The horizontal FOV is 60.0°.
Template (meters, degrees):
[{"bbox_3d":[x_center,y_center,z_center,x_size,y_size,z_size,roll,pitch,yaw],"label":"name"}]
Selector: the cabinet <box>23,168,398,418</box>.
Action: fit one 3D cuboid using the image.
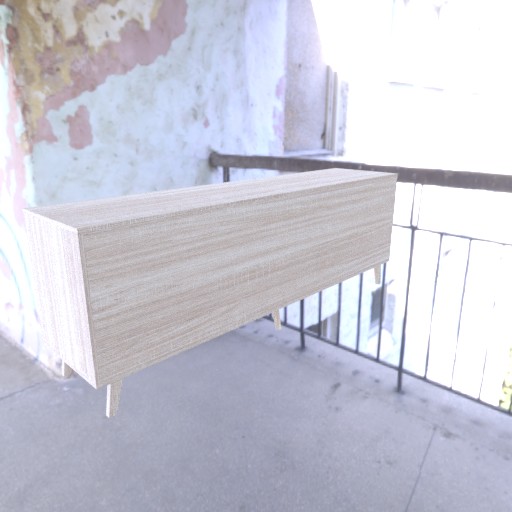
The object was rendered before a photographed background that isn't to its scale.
[{"bbox_3d":[0.000,0.000,2.499,0.500,0.780,2.200,16,23,42],"label":"cabinet"}]
